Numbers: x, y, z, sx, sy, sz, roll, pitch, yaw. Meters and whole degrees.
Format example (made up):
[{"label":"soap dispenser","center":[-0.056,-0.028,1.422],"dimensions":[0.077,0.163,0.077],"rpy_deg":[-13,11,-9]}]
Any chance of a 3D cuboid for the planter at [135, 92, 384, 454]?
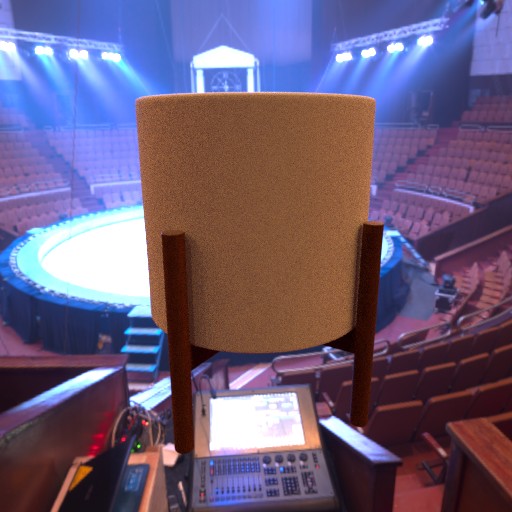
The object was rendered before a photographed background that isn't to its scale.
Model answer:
[{"label":"planter","center":[0.000,0.000,0.876],"dimensions":[0.421,0.581,0.420],"rpy_deg":[-3,17,-10]}]
